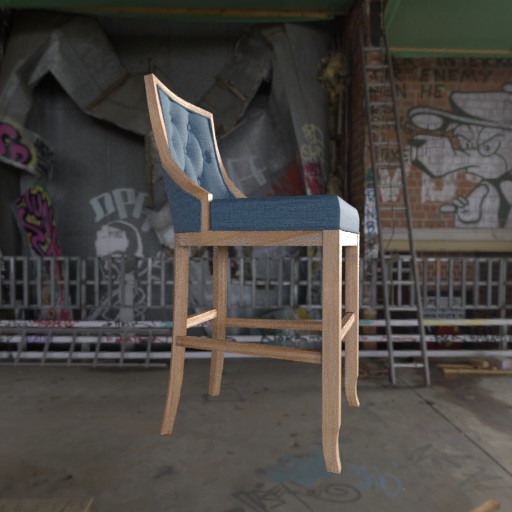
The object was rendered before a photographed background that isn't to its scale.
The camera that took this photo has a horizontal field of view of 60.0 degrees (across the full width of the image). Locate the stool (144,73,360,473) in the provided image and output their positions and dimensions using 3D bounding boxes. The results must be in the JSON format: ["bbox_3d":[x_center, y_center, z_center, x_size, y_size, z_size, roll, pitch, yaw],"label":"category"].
[{"bbox_3d":[0.000,0.000,1.465,0.626,1.101,0.524,1,2,19],"label":"stool"}]
